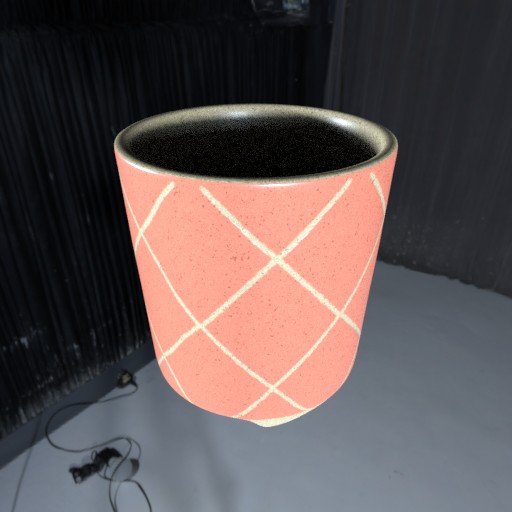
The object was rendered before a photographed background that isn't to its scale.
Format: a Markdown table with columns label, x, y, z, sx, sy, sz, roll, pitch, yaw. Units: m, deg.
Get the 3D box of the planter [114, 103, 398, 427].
| label | x | y | z | sx | sy | sz | roll | pitch | yaw |
| --- | --- | --- | --- | --- | --- | --- | --- | --- | --- |
| planter | 0.000 | 0.000 | 0.358 | 0.191 | 0.200 | 0.191 | 0 | 31 | 0 |
